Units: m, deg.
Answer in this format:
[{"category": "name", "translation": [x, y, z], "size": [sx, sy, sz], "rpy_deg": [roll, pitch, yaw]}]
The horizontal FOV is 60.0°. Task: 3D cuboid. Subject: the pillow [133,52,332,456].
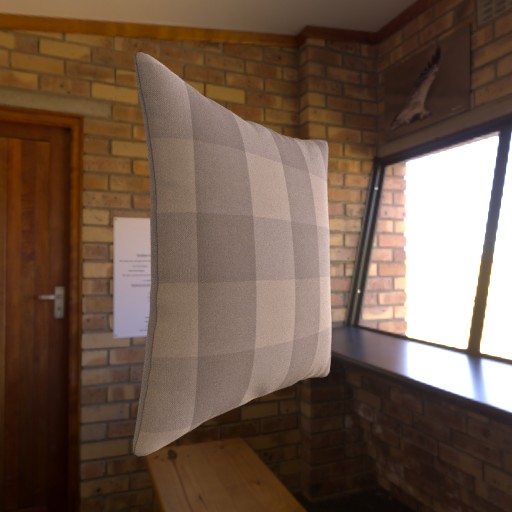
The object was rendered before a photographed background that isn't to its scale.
[{"category": "pillow", "translation": [0.000, 0.000, 0.758], "size": [0.161, 0.509, 0.511], "rpy_deg": [-1, -1, 36]}]
